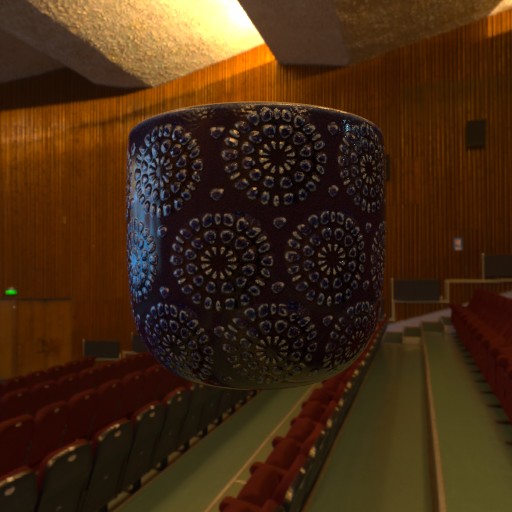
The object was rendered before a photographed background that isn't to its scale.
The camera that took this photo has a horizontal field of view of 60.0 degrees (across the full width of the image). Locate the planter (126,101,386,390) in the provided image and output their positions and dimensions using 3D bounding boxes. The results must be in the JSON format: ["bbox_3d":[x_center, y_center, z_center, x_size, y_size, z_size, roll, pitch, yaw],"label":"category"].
[{"bbox_3d":[0.000,0.000,0.293,0.165,0.149,0.165,0,0,0],"label":"planter"}]
